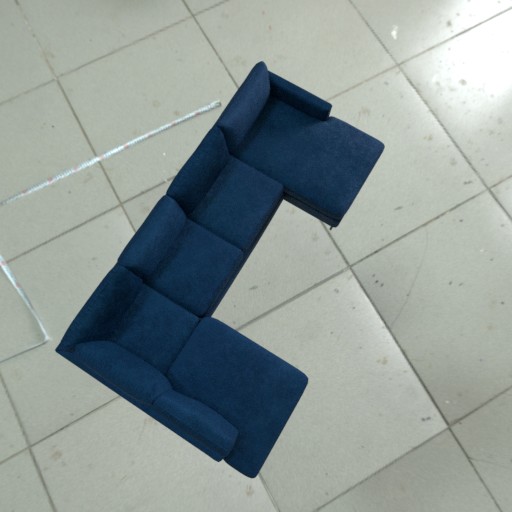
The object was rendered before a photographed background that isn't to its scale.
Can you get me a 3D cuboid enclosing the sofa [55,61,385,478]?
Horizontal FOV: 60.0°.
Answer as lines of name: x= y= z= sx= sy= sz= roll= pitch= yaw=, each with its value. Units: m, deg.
sofa: x=0.000 y=0.000 z=4.292 sx=2.055 sy=0.992 sz=3.434 roll=31 pitch=78 yaw=7
